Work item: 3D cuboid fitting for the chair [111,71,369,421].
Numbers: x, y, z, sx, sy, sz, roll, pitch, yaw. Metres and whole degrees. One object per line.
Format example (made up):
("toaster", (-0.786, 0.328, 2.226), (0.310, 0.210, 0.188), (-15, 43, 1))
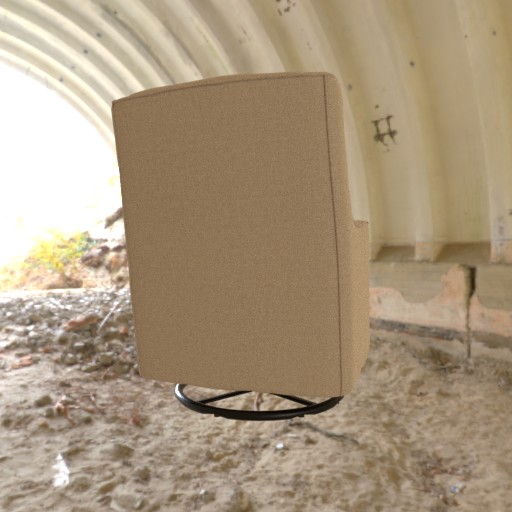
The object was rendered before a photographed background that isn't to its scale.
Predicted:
("chair", (0.000, 0.000, 1.589), (0.732, 0.993, 0.879), (0, 0, 19))
